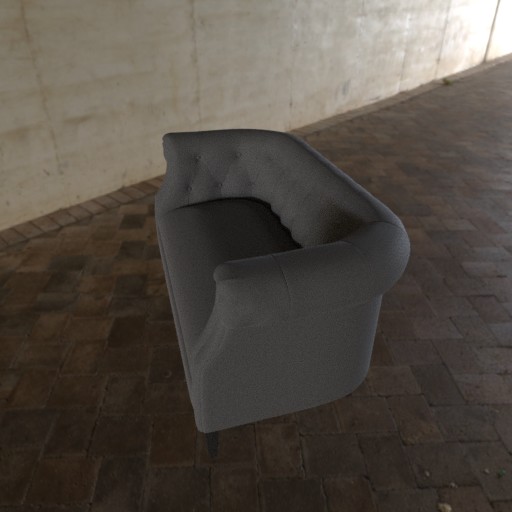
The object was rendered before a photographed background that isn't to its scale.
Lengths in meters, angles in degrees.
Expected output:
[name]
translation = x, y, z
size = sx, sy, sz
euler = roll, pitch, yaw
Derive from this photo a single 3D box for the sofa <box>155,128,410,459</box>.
[sofa]
translation = 0.000, 0.000, 2.079
size = 0.835, 0.827, 1.558
euler = -9, 33, -14
